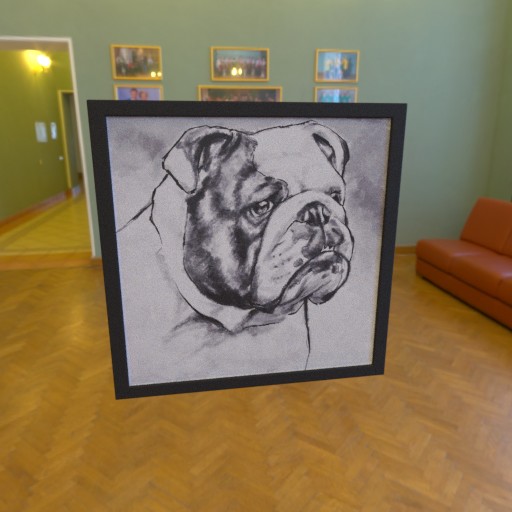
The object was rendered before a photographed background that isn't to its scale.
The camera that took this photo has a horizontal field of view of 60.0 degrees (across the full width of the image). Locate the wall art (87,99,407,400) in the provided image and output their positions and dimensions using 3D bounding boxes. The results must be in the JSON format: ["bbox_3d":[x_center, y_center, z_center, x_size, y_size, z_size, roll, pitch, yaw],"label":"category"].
[{"bbox_3d":[0.000,0.000,0.847,0.562,0.558,0.012,-3,16,-9],"label":"wall art"}]
